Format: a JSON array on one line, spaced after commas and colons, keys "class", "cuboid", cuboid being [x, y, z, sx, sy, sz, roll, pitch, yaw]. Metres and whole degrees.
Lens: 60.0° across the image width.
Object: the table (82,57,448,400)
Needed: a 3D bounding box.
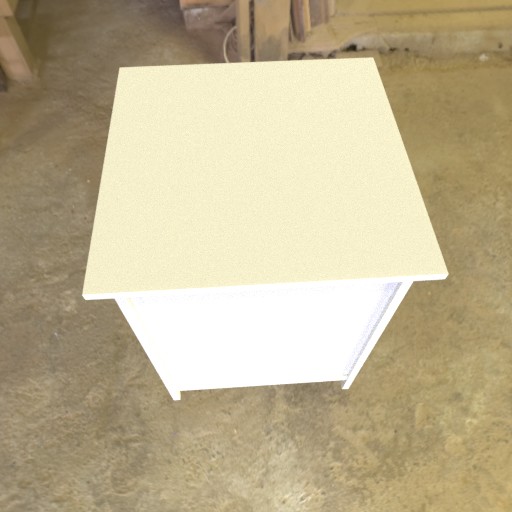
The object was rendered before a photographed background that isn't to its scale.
[{"class": "table", "cuboid": [0.000, 0.000, 0.764, 0.381, 0.483, 0.381, -3, 57, -2]}]
